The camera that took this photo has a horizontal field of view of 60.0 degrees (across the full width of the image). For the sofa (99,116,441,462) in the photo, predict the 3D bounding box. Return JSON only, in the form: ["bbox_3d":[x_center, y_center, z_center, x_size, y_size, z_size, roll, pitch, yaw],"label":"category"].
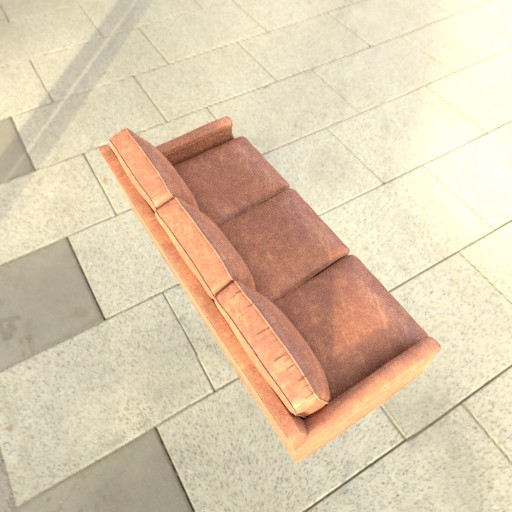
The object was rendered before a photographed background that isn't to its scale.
[{"bbox_3d":[0.000,0.000,2.849,1.084,1.003,2.246,-29,61,-17],"label":"sofa"}]
